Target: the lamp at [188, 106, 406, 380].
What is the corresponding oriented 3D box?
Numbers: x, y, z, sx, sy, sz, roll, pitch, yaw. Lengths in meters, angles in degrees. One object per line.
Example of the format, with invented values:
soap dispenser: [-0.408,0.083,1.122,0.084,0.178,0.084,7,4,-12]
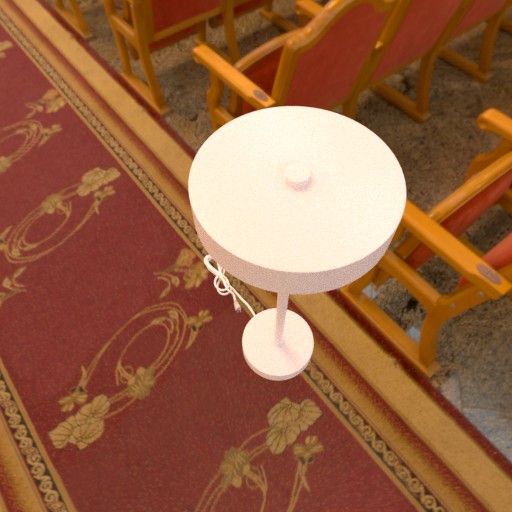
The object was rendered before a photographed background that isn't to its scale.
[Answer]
lamp: [0.000,0.000,0.706,0.229,0.508,0.369,-33,64,-19]
